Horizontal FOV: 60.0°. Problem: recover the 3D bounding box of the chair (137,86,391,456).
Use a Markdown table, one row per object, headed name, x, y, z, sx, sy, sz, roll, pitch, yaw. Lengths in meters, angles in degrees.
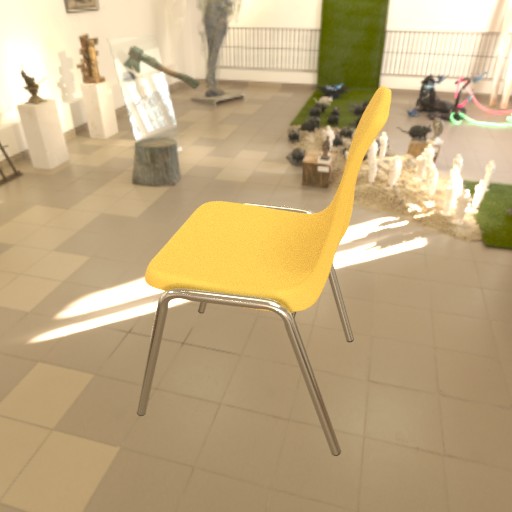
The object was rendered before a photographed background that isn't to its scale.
| name | x | y | z | sx | sy | sz | roll | pitch | yaw |
| --- | --- | --- | --- | --- | --- | --- | --- | --- | --- |
| chair | 0.000 | 0.000 | 0.893 | 0.436 | 0.653 | 0.381 | 8 | 32 | 13 |
